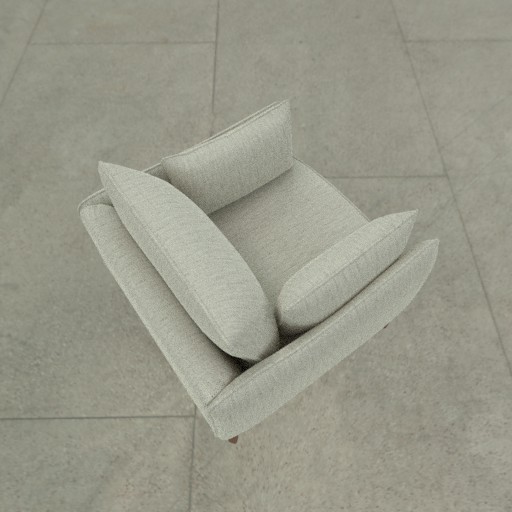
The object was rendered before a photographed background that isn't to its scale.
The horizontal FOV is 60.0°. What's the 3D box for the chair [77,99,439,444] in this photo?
[{"bbox_3d":[0.000,0.000,1.756,0.991,0.855,0.994,-32,63,-18],"label":"chair"}]
